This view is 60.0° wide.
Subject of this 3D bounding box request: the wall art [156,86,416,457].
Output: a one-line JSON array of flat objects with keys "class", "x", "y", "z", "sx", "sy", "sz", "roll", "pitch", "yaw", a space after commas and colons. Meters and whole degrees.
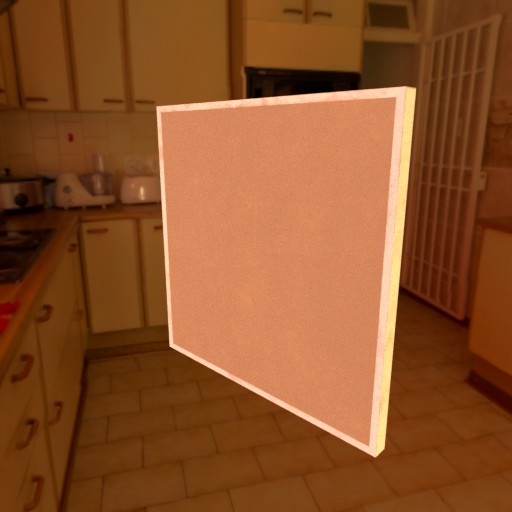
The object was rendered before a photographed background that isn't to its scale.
[{"class": "wall art", "x": 0.000, "y": 0.000, "z": 1.133, "sx": 0.760, "sy": 0.757, "sz": 0.038, "roll": 14, "pitch": 21, "yaw": 42}]
